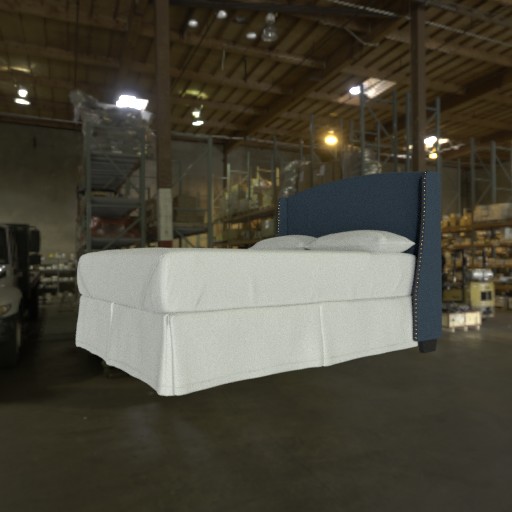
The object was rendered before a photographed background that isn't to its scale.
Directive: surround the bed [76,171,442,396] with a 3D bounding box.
[{"bbox_3d":[0.000,0.000,3.353,2.237,1.407,1.710,1,-1,-36],"label":"bed"}]
